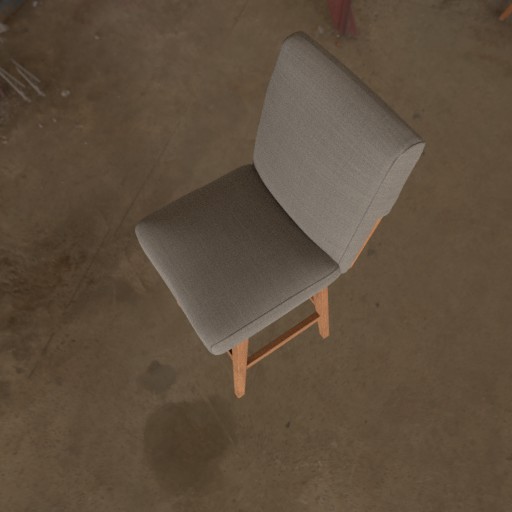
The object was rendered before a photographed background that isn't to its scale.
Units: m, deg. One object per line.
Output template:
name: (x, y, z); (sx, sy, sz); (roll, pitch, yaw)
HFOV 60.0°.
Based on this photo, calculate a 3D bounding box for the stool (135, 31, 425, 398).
stool: (0.000, 0.000, 1.374); (0.570, 1.112, 0.483); (-31, 67, -15)
